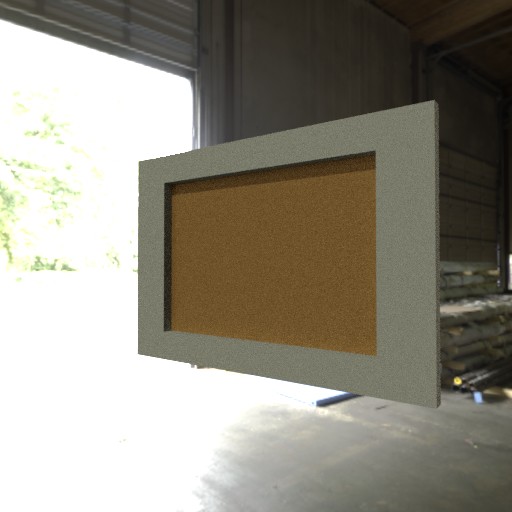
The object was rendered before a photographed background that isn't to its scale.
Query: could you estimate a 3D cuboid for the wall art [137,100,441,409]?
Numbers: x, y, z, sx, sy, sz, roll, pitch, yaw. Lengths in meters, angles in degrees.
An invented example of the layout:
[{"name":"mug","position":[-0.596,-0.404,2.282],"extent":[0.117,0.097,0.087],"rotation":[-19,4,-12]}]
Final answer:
[{"name":"wall art","position":[0.000,0.000,1.162],"extent":[0.906,0.617,0.033],"rotation":[-1,-1,36]}]
